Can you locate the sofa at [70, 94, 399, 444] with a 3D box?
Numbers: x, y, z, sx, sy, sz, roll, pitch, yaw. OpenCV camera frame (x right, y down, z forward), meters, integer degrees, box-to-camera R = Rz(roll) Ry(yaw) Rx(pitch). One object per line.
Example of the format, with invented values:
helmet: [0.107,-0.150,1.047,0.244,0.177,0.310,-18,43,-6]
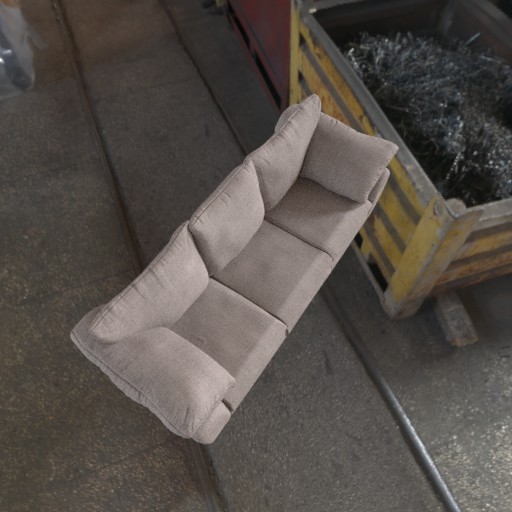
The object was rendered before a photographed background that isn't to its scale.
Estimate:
sofa: [0.000,0.000,2.916,0.878,0.996,2.334,30,62,18]
